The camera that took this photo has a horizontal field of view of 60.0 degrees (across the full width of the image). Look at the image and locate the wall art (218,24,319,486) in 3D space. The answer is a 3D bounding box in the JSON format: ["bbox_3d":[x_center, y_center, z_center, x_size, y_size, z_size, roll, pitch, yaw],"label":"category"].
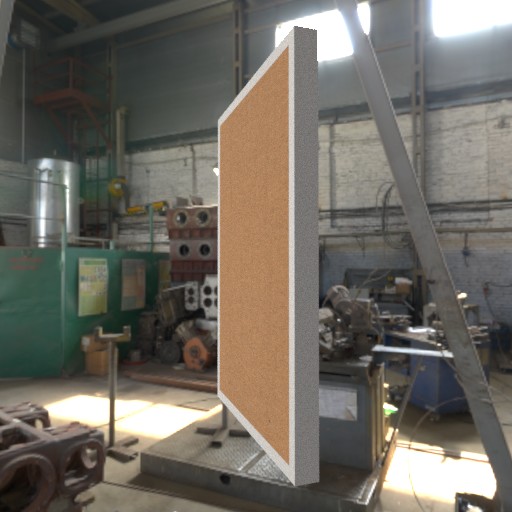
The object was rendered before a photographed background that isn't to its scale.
[{"bbox_3d":[0.000,0.000,0.553,0.025,0.428,0.293,0,-1,-19],"label":"wall art"}]
